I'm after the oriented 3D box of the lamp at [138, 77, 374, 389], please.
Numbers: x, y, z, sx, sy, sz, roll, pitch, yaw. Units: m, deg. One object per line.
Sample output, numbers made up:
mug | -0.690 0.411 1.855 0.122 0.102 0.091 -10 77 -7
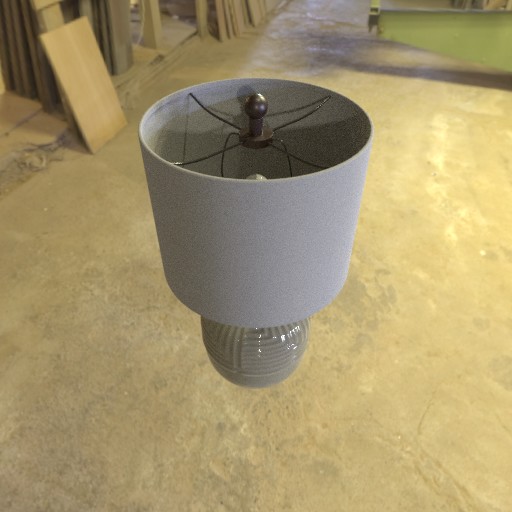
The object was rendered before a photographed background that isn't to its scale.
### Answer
lamp | 0.000 0.000 0.771 0.318 0.567 0.318 0 42 0
